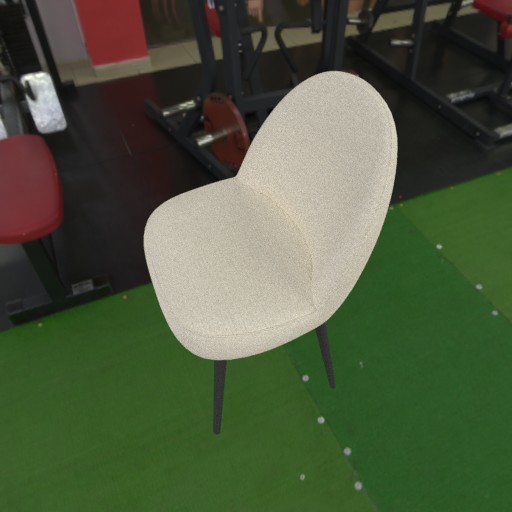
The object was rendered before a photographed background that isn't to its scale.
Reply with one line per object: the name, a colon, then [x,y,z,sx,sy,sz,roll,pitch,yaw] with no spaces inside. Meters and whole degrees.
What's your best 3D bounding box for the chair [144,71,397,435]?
chair: [0.000,0.000,1.153,0.540,0.838,0.532,-17,50,-15]
